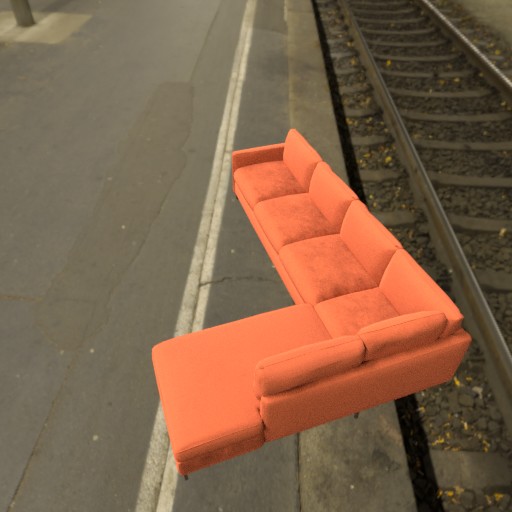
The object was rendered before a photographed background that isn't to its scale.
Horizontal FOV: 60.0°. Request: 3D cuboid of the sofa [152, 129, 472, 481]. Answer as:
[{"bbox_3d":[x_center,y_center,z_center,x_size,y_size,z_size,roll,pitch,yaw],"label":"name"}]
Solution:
[{"bbox_3d":[0.000,0.000,3.520,1.879,0.757,2.736,-13,44,-14],"label":"sofa"}]
